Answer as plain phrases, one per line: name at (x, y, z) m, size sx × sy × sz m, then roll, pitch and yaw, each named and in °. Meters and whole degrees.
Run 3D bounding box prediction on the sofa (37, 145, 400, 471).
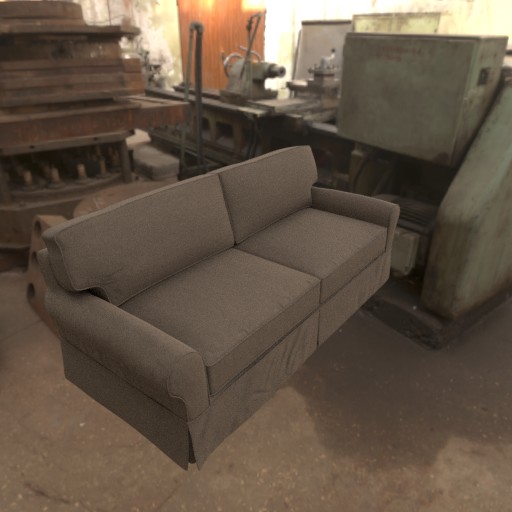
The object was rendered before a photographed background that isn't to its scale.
sofa at (0.000, 0.000, 2.686) m, size 0.991 × 0.943 × 2.248 m, roll 19°, pitch 33°, yaw 33°
